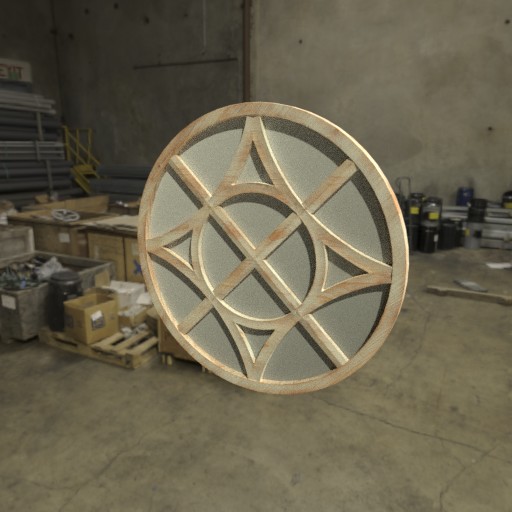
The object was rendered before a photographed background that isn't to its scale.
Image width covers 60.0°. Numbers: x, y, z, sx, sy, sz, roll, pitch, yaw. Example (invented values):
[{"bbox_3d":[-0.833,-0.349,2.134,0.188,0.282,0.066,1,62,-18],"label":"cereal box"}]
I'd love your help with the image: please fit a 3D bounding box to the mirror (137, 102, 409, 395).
[{"bbox_3d":[0.000,0.000,1.084,0.710,0.710,0.038,7,15,26],"label":"mirror"}]
